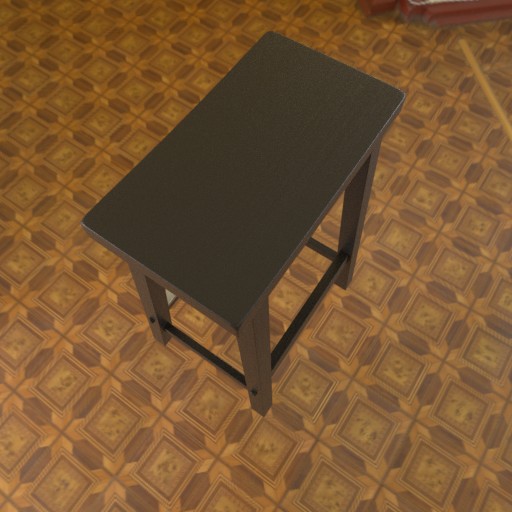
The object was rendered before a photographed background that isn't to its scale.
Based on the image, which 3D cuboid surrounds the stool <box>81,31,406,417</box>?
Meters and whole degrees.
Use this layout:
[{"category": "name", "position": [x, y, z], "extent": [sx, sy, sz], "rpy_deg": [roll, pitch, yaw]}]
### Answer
[{"category": "stool", "position": [0.000, 0.000, 0.838], "extent": [0.322, 0.610, 0.406], "rpy_deg": [32, 68, 14]}]
